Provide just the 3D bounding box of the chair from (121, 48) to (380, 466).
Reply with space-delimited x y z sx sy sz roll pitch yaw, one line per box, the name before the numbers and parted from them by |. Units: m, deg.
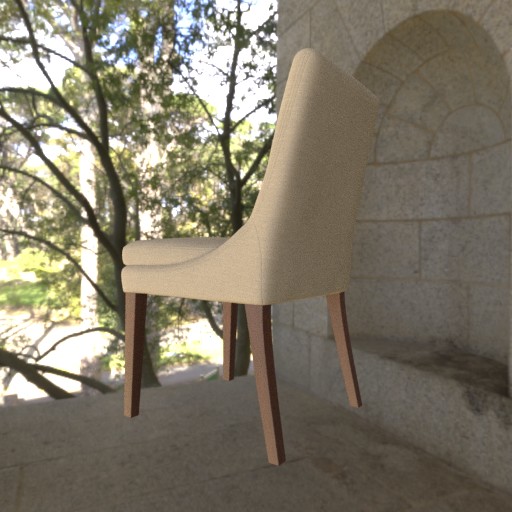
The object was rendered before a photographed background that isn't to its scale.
chair | 0.000 0.000 1.314 0.638 0.940 0.515 0 1 36
